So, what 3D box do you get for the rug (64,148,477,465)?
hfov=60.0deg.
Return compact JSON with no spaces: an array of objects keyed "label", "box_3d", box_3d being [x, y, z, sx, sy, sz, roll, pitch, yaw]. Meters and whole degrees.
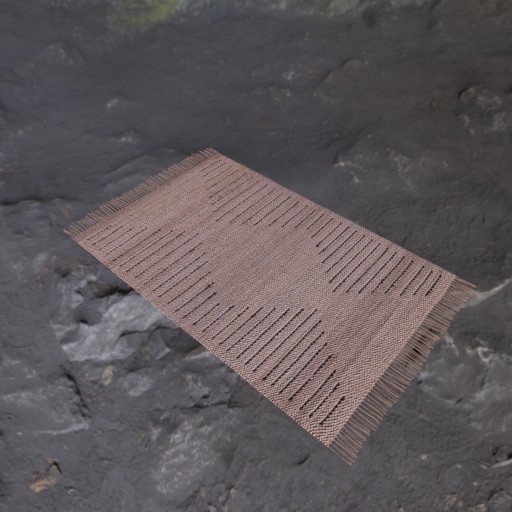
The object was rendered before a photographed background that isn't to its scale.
[{"label":"rug","box_3d":[0.000,0.000,2.520,2.085,0.027,1.224,32,54,28]}]
